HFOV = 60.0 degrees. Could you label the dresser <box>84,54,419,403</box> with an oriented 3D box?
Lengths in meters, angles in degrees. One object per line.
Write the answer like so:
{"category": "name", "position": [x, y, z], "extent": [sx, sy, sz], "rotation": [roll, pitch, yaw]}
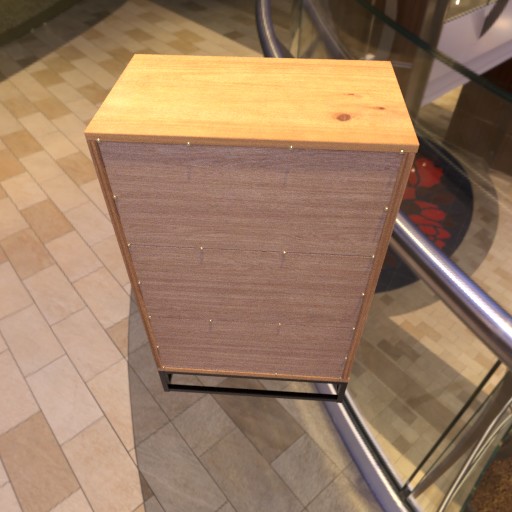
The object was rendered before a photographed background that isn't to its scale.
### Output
{"category": "dresser", "position": [0.000, 0.000, 1.602], "extent": [0.761, 1.240, 0.479], "rotation": [3, 46, 3]}
